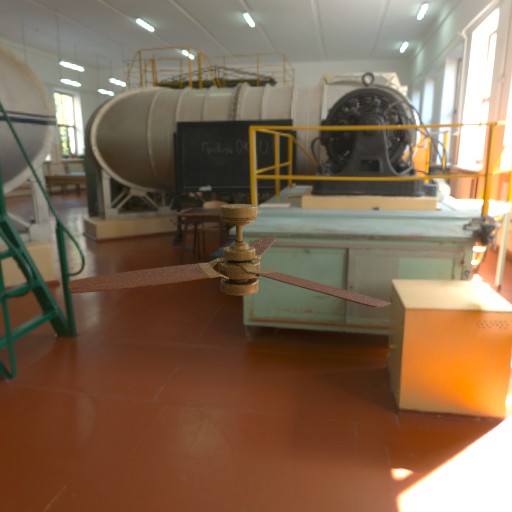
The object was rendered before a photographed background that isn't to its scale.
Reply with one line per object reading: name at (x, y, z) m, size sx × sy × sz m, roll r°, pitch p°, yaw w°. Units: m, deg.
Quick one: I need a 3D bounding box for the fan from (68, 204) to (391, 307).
fan at (0.000, 0.000, 2.023) m, size 1.416 × 0.425 × 1.271 m, roll -13°, pitch 18°, yaw -43°
